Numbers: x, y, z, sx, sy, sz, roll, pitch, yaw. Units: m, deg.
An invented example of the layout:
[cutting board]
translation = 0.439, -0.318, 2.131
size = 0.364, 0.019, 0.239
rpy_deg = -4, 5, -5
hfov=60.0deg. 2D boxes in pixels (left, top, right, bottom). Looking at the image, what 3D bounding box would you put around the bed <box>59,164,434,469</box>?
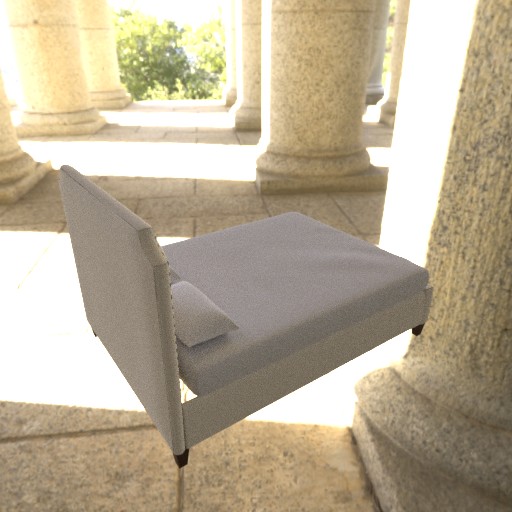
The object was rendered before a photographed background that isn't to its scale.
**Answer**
[bed]
translation = 0.000, 0.000, 3.458
size = 2.372, 1.497, 1.712
rpy_deg = -17, 31, -31
